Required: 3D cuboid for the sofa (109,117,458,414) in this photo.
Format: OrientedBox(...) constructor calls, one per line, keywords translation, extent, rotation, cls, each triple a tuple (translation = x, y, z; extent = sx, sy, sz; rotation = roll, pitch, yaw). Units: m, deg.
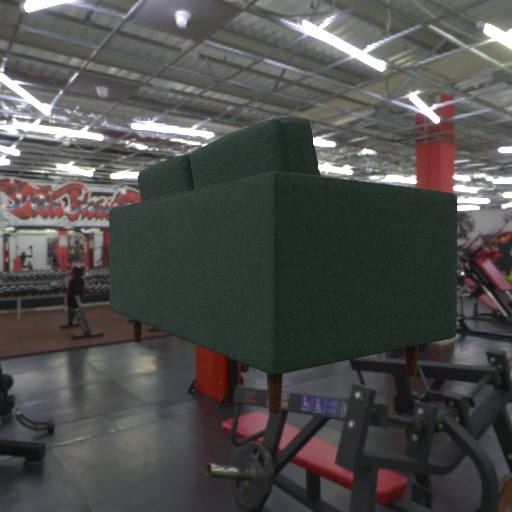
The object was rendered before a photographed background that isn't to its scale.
OrientedBox(translation=(0.000, 0.000, 1.972), extent=(0.879, 0.899, 1.430), rotation=(-1, 2, -35), cls="sofa")
